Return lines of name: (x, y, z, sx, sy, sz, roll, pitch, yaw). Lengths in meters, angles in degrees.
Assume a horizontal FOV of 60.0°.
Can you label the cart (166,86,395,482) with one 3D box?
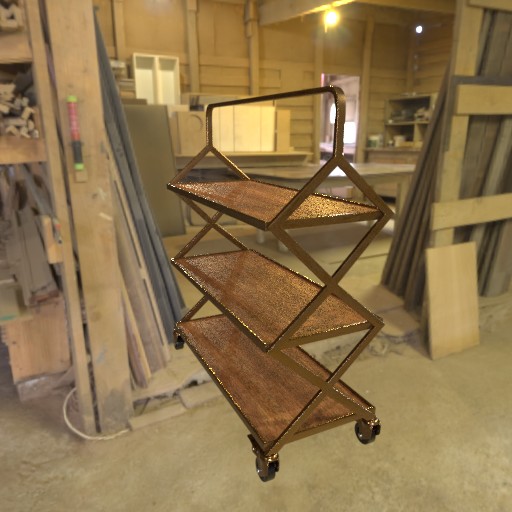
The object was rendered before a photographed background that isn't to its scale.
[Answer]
cart: (0.000, 0.000, 1.193, 0.313, 0.805, 0.723, -7, 17, -25)
